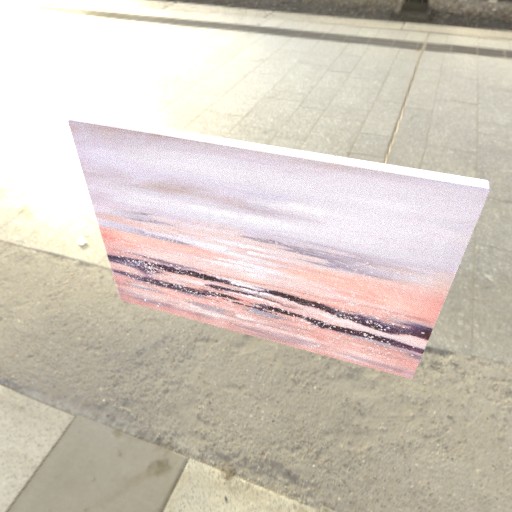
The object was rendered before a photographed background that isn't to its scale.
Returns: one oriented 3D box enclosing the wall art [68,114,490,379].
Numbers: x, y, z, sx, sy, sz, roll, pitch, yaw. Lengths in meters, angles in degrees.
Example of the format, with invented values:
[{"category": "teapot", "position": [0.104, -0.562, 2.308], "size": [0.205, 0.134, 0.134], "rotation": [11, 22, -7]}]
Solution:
[{"category": "wall art", "position": [0.000, 0.000, 1.130], "size": [0.913, 0.609, 0.038], "rotation": [13, 43, 14]}]
